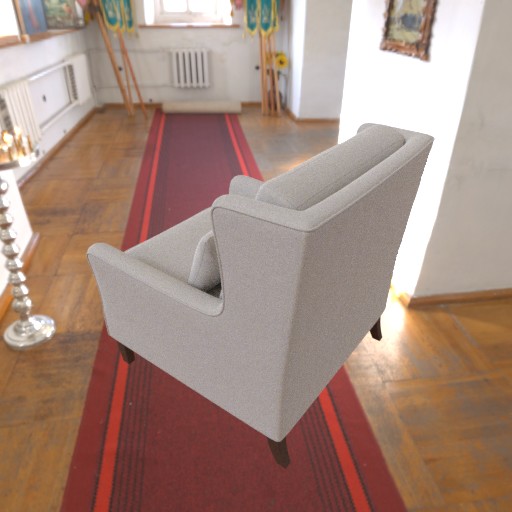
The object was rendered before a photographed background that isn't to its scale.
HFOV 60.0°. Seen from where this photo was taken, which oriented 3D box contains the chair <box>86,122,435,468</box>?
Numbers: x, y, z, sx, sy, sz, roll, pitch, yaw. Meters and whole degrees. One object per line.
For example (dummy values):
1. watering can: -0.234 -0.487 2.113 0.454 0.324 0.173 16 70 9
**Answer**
1. chair: 0.000 0.000 1.876 1.040 1.056 0.982 22 38 31
